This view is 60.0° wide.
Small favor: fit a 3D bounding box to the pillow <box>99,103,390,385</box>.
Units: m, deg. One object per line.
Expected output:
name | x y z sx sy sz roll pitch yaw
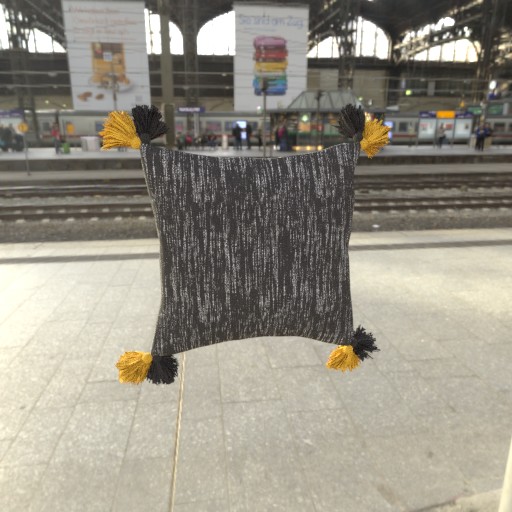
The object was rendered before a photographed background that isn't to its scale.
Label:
pillow | 0.000 0.000 0.993 0.654 0.659 0.139 -3 16 -9
